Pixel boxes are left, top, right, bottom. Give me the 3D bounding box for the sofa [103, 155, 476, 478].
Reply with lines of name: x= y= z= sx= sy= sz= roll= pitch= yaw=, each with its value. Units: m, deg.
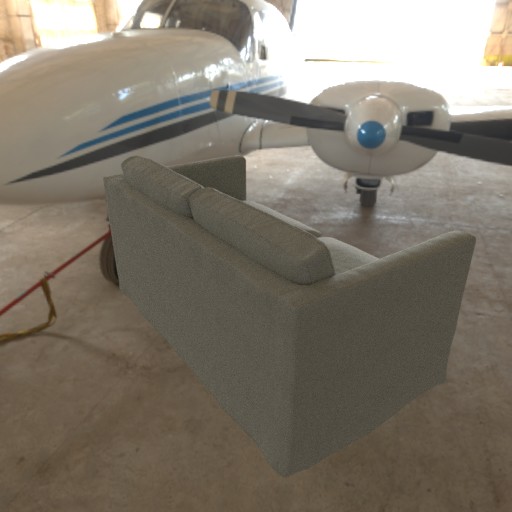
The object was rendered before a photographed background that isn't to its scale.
sofa: x=0.000 y=0.000 z=2.222 sx=0.944 sy=0.830 sz=1.727 roll=-17 pitch=30 yaw=-31
